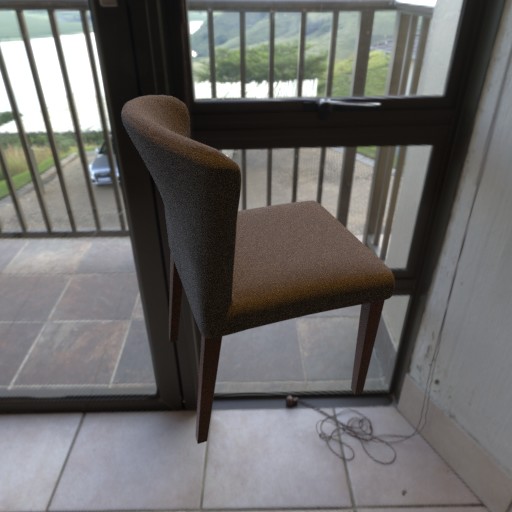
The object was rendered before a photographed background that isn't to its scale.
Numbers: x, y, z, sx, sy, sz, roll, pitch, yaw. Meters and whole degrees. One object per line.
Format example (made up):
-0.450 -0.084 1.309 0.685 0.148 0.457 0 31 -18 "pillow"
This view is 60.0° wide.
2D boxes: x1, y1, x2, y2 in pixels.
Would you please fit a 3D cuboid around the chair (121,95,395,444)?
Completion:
0.000 0.000 1.216 0.589 0.839 0.491 -11 34 -16 "chair"
